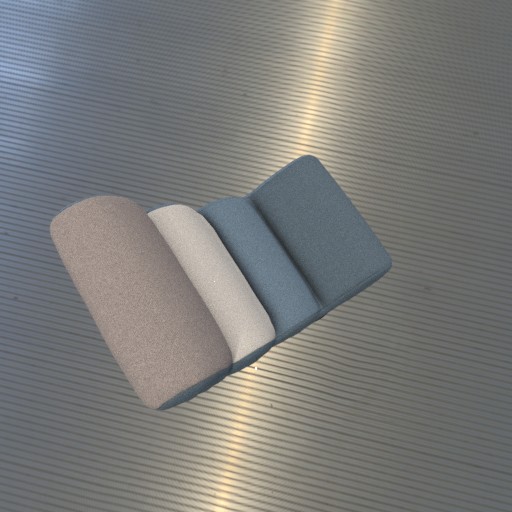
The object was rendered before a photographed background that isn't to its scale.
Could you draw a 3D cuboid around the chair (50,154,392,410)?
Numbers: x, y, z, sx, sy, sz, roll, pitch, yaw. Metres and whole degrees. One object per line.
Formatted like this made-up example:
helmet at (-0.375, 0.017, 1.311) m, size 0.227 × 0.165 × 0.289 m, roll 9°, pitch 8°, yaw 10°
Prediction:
chair at (0.000, 0.000, 1.073) m, size 0.661 × 0.641 × 0.420 m, roll -32°, pitch 78°, yaw -8°
